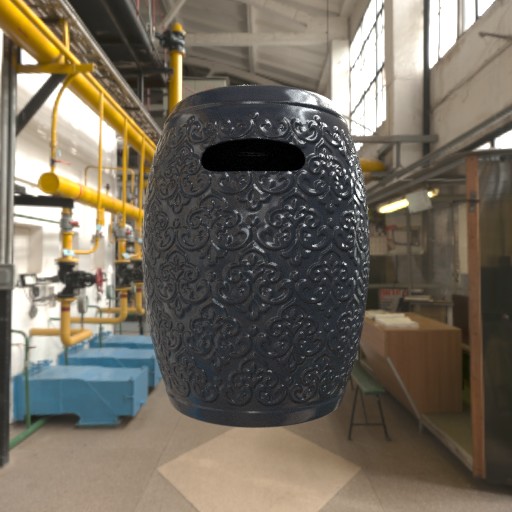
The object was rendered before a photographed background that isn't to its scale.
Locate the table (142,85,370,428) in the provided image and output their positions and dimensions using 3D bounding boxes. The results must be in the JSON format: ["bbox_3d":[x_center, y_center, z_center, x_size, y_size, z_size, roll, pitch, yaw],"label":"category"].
[{"bbox_3d":[0.000,0.000,0.621,0.309,0.397,0.309,0,0,0],"label":"table"}]
